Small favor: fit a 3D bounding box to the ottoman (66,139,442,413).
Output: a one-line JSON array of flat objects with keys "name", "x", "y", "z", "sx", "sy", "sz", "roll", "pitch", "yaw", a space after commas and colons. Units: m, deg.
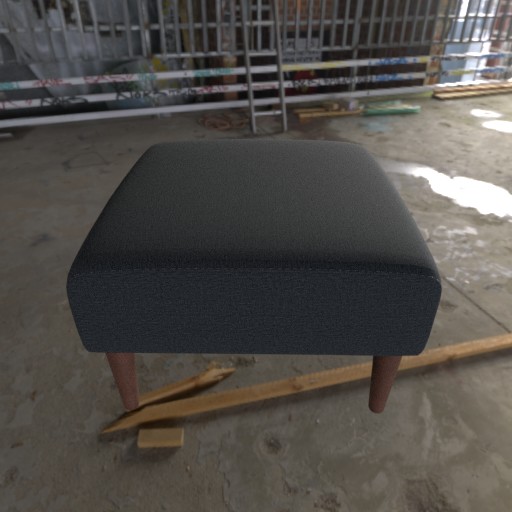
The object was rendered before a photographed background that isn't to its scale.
[{"name": "ottoman", "x": 0.000, "y": 0.000, "z": 1.063, "sx": 0.649, "sy": 0.398, "sz": 0.650, "roll": 0, "pitch": 32, "yaw": 1}]
